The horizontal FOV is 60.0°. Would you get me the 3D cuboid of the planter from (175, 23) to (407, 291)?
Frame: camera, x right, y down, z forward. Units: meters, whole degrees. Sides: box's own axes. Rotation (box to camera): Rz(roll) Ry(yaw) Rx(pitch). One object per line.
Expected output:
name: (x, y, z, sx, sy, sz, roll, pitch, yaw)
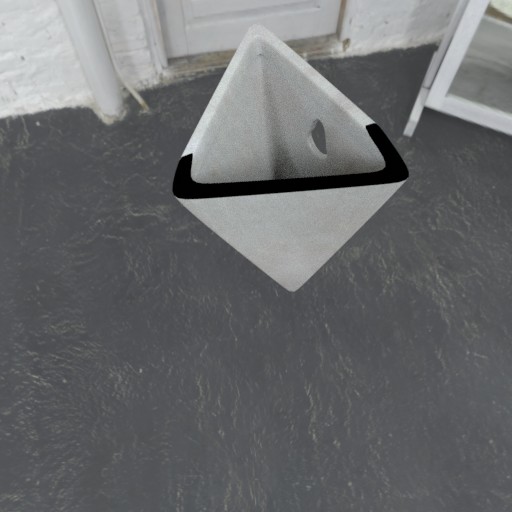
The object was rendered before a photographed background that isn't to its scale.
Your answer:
planter: (0.000, 0.000, 0.157, 0.047, 0.130, 0.058, -33, 68, -16)
